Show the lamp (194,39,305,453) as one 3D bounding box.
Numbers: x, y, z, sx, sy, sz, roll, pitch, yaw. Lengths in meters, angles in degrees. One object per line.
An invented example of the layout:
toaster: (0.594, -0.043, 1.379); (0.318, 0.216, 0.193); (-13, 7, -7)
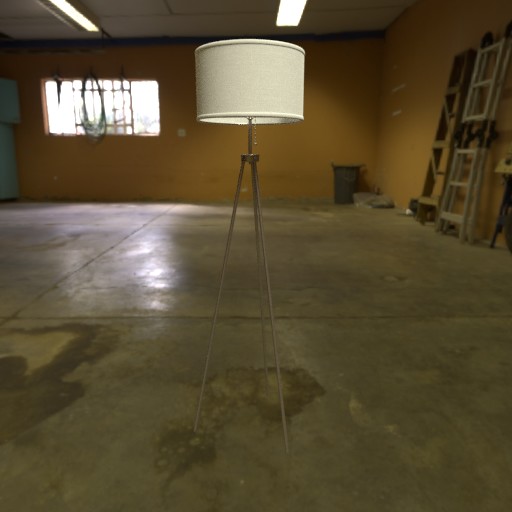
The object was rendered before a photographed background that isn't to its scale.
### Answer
lamp: (0.000, 0.000, 1.811); (0.458, 1.545, 0.448); (12, 17, 43)
